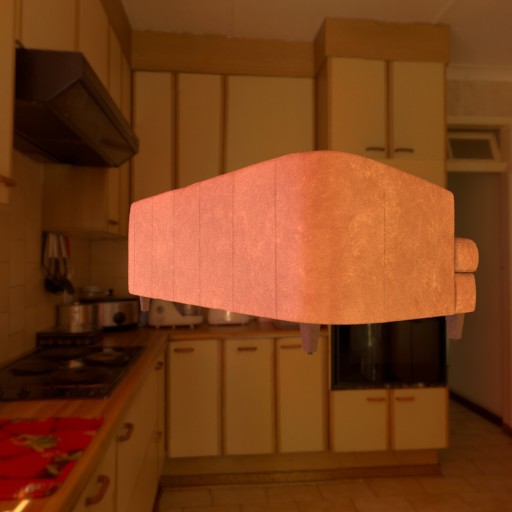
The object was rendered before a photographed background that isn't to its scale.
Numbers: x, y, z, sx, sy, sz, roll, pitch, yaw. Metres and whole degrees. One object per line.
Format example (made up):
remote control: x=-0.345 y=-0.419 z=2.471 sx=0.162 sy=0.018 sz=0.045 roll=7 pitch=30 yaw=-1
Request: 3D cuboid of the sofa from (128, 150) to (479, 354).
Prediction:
sofa: x=0.000 y=0.000 z=2.660 sx=0.922 sy=0.791 sz=2.257 roll=1 pitch=-1 yaw=-35
